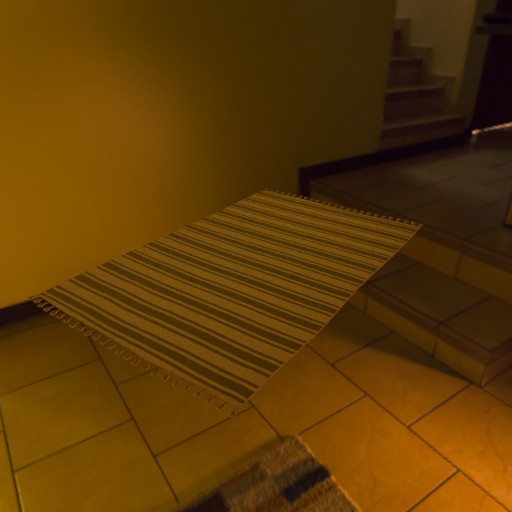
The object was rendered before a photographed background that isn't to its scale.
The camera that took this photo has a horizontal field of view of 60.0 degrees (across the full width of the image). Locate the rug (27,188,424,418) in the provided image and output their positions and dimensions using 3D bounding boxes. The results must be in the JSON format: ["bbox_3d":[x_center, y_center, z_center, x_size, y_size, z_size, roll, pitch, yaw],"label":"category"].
[{"bbox_3d":[0.000,0.000,2.321,1.162,0.013,1.875,19,33,32],"label":"rug"}]
